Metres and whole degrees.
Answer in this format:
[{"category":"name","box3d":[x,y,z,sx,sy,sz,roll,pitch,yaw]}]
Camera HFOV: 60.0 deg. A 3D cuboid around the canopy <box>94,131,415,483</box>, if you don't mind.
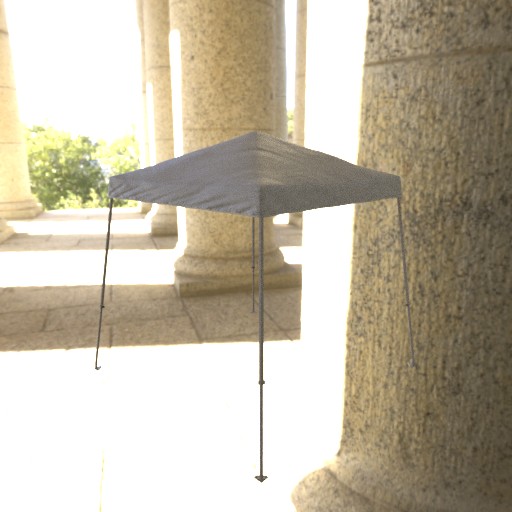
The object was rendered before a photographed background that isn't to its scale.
[{"category":"canopy","box3d":[0.000,0.000,6.611,3.600,3.600,3.599,12,18,42]}]
